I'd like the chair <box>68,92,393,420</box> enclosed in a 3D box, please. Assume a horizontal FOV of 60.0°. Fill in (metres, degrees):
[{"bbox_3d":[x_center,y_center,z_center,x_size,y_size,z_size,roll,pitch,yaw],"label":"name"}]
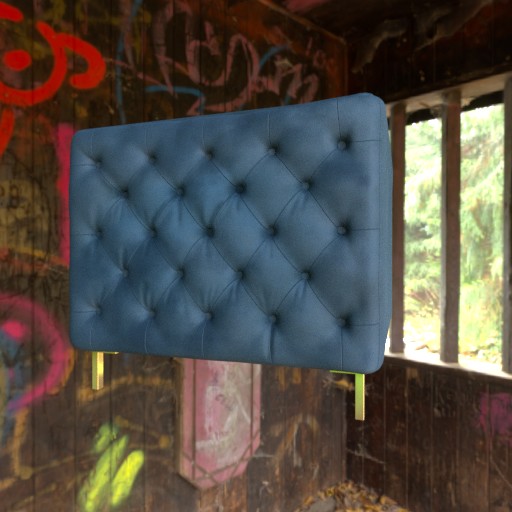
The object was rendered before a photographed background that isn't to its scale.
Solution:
[{"bbox_3d":[0.000,0.000,1.511,0.877,0.771,0.868,0,0,18],"label":"chair"}]
